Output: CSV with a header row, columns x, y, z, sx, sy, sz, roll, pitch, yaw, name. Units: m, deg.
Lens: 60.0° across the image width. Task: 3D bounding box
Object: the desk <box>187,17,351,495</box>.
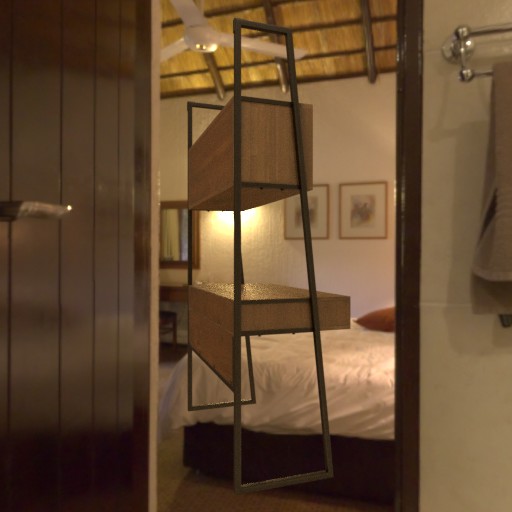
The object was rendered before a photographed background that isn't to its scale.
x,y,z,sx,sy,sz,roll,pitch,yaw,name
0.000,0.000,2.220,0.515,1.809,0.982,0,0,-19,desk
